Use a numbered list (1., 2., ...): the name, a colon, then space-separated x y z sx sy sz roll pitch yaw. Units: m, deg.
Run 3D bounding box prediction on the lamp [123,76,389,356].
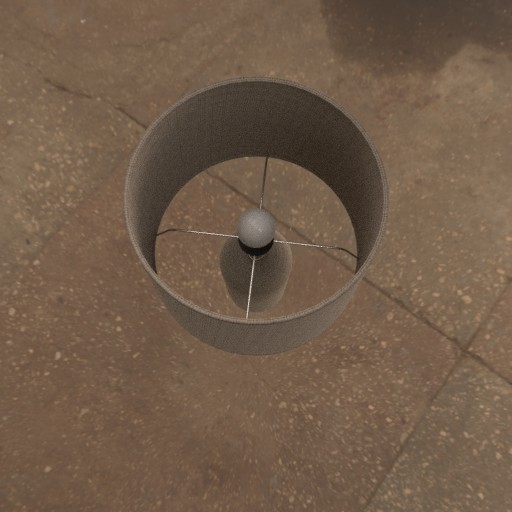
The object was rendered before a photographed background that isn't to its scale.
1. lamp: 0.000 0.000 0.825 0.367 0.609 0.367 0 75 0
